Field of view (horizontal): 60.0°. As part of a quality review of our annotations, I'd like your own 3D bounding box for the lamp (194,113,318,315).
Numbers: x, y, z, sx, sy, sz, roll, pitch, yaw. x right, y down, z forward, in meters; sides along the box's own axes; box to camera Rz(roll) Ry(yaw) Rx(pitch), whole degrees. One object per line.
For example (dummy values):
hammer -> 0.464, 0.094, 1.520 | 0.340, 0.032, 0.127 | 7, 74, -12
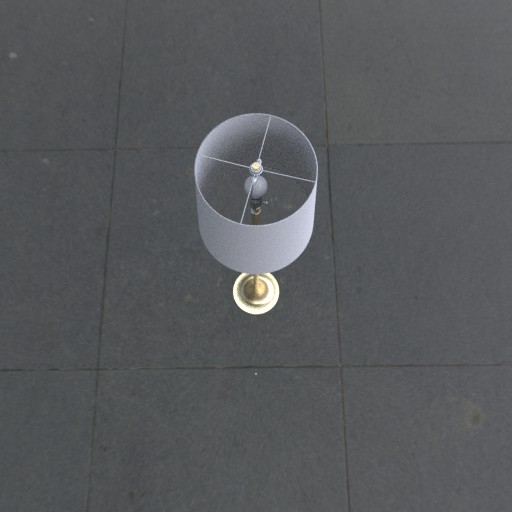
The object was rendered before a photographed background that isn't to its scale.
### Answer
lamp -> 0.000, 0.000, 1.717 | 0.337, 1.543, 0.337 | 0, 75, 0
